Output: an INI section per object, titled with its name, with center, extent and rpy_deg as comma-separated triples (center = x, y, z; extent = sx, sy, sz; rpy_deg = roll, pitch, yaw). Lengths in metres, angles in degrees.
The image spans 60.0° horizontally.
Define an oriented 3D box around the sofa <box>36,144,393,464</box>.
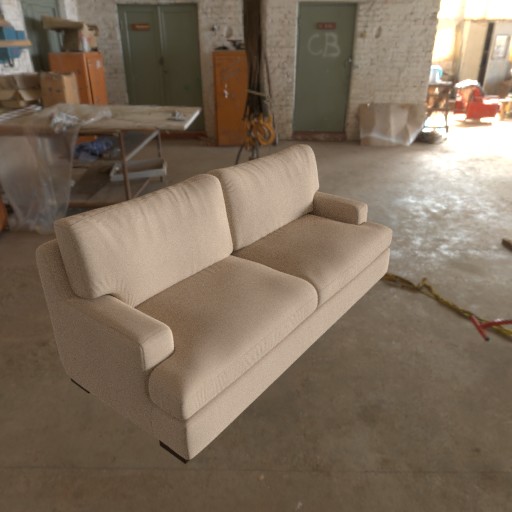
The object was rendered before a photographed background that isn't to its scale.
[sofa]
center = 0.000, 0.000, 2.638
extent = 0.929, 0.925, 2.147
rpy_deg = 18, 31, 33
